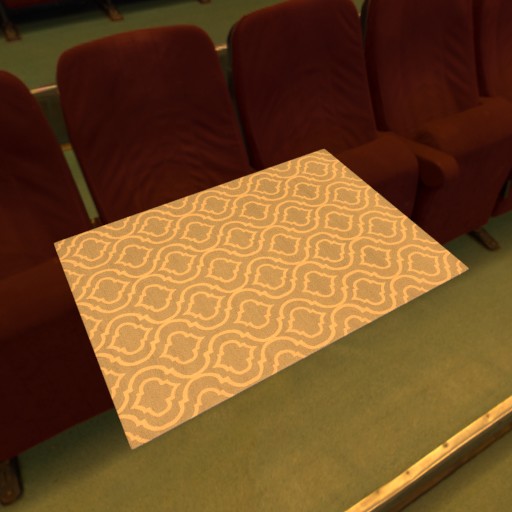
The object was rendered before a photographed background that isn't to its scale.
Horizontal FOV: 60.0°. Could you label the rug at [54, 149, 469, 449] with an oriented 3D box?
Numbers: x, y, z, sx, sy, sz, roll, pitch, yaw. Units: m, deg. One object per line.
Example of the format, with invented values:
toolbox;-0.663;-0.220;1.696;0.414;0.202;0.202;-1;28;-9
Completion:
rug;0.000;0.000;2.696;2.080;0.010;1.451;-23;51;-20
